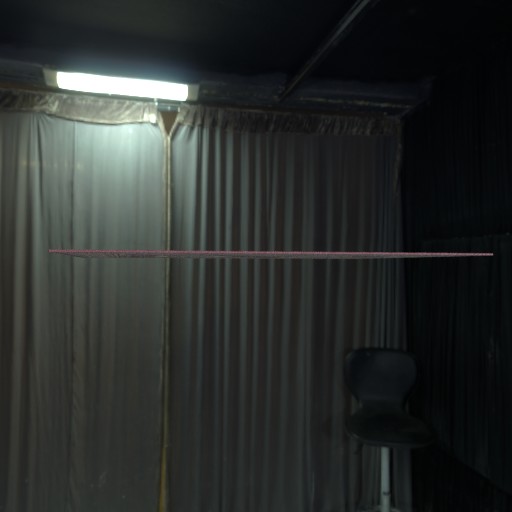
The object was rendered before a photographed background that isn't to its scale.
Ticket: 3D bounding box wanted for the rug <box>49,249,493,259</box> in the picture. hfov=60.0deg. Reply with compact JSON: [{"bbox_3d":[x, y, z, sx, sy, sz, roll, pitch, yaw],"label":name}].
[{"bbox_3d":[0.000,0.000,2.856,2.210,0.011,1.599,0,-1,-17],"label":"rug"}]
